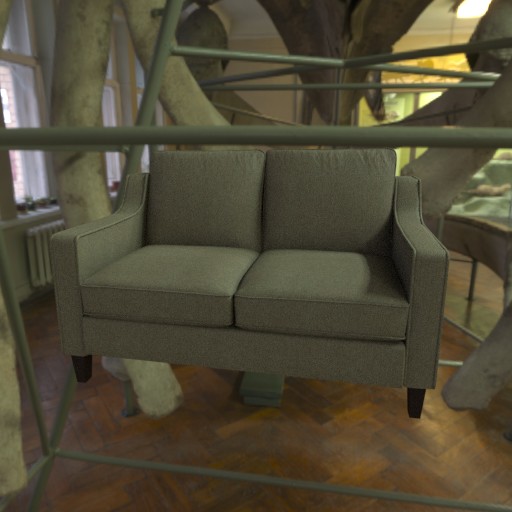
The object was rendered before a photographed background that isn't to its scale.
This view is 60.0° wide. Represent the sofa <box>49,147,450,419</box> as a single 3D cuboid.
[{"bbox_3d":[0.000,0.000,2.080,1.503,0.981,0.985,3,15,10],"label":"sofa"}]
